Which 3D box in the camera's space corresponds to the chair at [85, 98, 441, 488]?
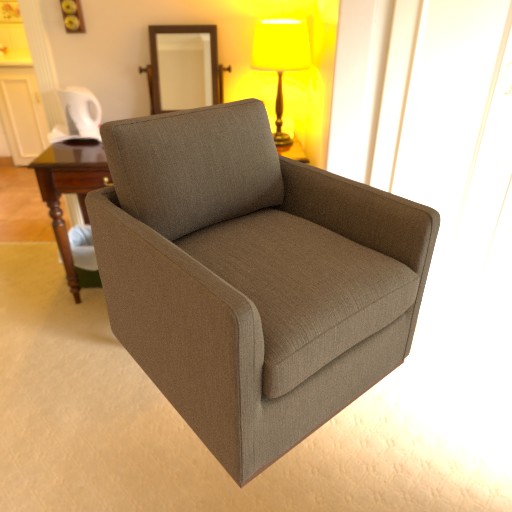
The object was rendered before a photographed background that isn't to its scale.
[{"bbox_3d":[0.000,0.000,1.420,0.763,0.811,0.834,-23,37,-33],"label":"chair"}]
